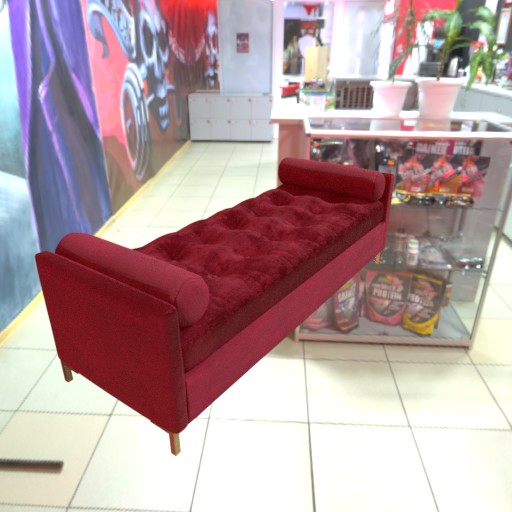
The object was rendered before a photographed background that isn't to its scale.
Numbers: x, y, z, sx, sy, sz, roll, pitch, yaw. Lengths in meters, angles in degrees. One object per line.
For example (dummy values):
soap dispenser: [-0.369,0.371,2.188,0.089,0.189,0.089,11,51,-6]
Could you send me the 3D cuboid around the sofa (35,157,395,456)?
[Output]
sofa: [0.000,0.000,2.499,0.796,0.705,2.102,17,31,32]
